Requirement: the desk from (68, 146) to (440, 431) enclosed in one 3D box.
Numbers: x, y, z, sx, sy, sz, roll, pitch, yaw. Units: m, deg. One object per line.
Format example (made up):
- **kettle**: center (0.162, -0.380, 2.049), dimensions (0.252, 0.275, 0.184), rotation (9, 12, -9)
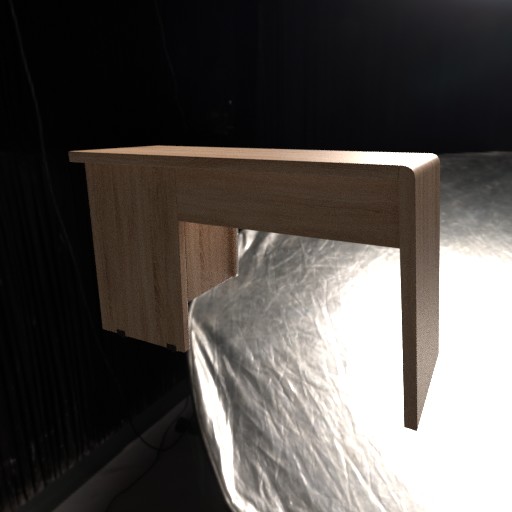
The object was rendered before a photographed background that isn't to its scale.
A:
- **desk**: center (0.000, 0.000, 1.652), dimensions (1.300, 0.750, 0.500), rotation (9, 19, 27)
